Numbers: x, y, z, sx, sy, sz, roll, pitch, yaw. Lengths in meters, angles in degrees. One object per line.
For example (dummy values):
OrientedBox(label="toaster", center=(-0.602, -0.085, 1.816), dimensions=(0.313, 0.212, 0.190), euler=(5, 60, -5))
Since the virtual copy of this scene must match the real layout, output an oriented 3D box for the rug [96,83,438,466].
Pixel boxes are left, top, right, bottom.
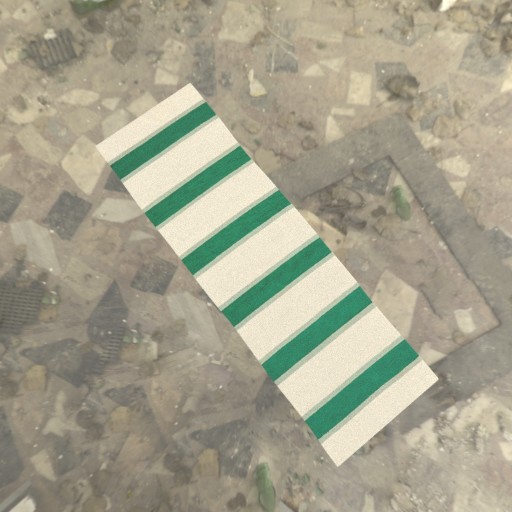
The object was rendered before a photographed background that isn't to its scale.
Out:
OrientedBox(label="rug", center=(0.000, 0.000, 2.717), dimensions=(0.768, 0.012, 2.438), euler=(-37, 79, -8))
